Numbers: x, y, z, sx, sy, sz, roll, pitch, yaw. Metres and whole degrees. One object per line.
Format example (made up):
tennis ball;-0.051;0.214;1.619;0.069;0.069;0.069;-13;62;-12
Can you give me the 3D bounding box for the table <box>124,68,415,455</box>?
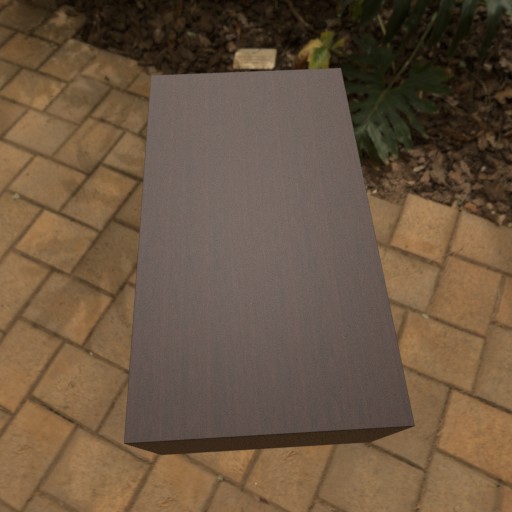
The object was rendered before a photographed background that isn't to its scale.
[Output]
table;0.000;0.000;1.338;0.590;0.460;1.050;-3;63;-1
